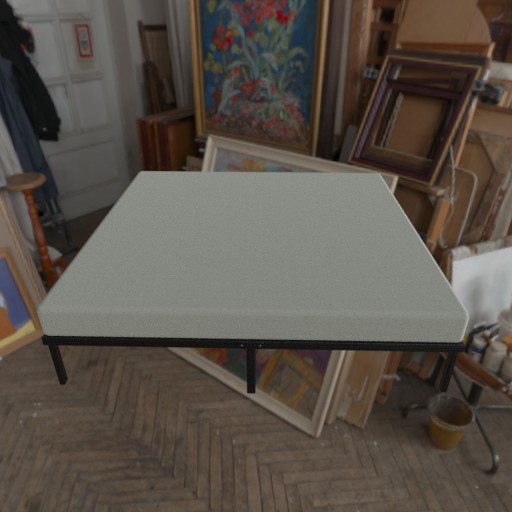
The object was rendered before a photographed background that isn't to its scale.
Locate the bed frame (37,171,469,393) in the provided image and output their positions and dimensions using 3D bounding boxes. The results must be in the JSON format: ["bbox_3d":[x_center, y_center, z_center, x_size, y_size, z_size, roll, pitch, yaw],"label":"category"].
[{"bbox_3d":[0.000,0.000,3.885,2.635,0.680,2.526,1,30,1],"label":"bed frame"}]
